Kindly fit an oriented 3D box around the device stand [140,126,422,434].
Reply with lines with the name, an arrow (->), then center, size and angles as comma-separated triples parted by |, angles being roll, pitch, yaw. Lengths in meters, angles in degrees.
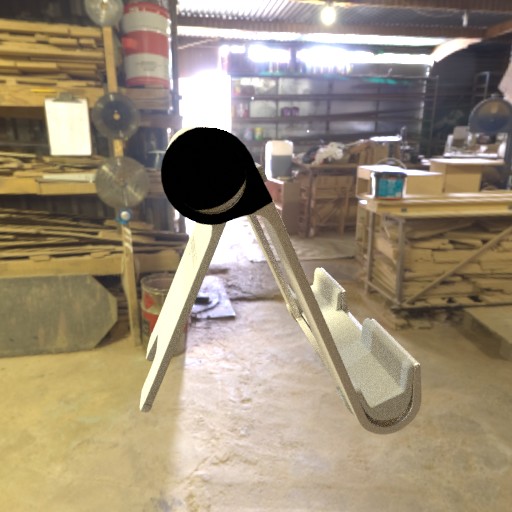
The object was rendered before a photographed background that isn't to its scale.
device stand -> 0.000, 0.000, 0.149 | 0.079, 0.084, 0.086 | -3, 17, -9
